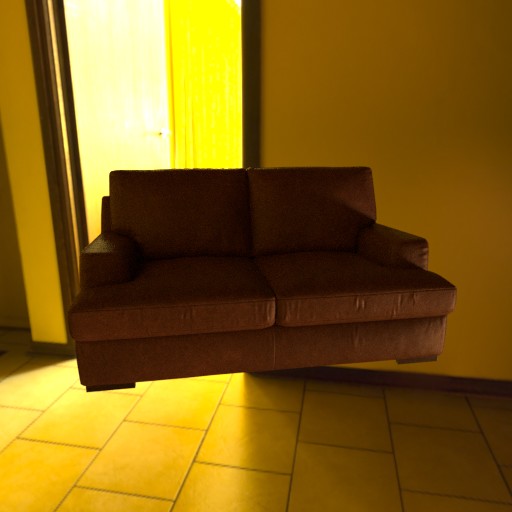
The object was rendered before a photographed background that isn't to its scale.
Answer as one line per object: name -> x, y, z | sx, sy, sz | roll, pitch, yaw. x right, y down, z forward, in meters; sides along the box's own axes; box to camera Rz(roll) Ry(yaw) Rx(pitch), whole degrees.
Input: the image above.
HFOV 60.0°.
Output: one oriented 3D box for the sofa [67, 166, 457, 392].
sofa -> 0.000, 0.000, 2.525 | 1.880, 0.939, 1.143 | -3, 16, -9
